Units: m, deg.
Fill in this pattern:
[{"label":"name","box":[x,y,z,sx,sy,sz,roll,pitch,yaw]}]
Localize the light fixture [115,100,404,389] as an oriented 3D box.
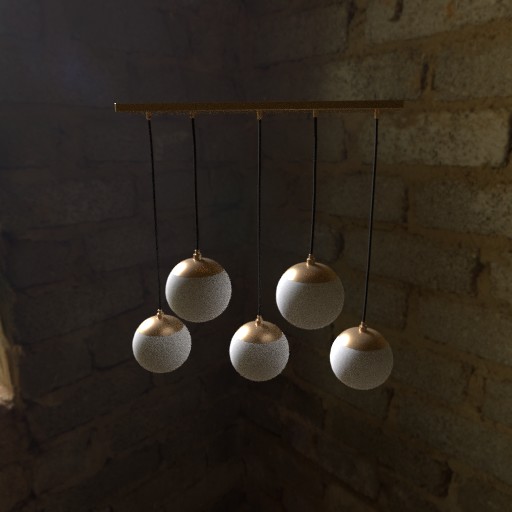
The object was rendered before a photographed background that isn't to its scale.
[{"label":"light fixture","box":[0.000,0.000,1.338,0.863,0.869,0.299,2,15,9]}]
